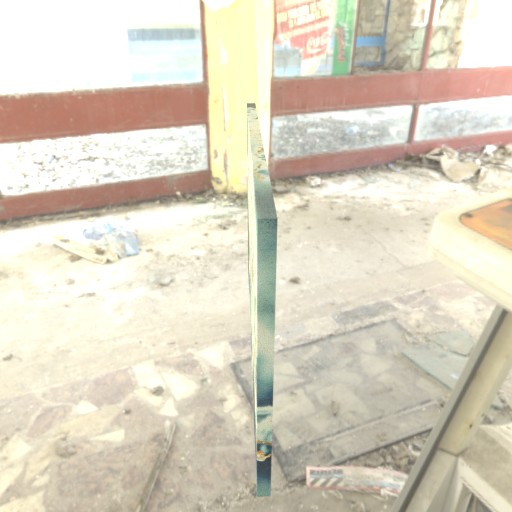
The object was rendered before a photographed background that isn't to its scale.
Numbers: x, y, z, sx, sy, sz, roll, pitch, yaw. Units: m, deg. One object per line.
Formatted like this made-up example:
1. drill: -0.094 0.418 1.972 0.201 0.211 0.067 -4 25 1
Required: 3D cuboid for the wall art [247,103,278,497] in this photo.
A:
1. wall art: 0.000 0.000 1.433 0.035 0.759 1.138 -1 28 -2
